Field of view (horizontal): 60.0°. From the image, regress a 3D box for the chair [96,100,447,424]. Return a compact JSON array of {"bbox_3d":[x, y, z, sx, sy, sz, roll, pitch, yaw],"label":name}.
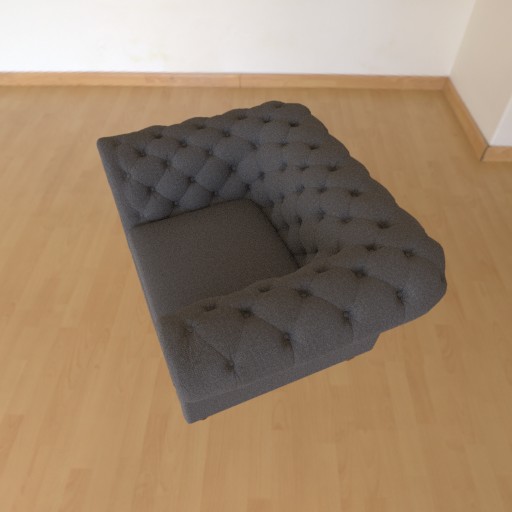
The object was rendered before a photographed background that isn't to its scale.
[{"bbox_3d":[0.000,0.000,1.889,0.976,0.770,1.270,-18,50,-15],"label":"chair"}]
